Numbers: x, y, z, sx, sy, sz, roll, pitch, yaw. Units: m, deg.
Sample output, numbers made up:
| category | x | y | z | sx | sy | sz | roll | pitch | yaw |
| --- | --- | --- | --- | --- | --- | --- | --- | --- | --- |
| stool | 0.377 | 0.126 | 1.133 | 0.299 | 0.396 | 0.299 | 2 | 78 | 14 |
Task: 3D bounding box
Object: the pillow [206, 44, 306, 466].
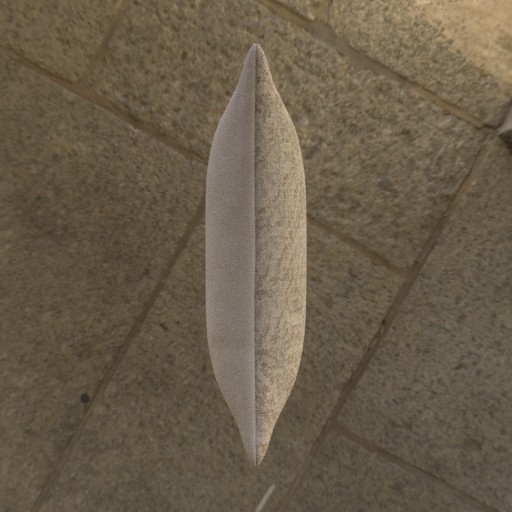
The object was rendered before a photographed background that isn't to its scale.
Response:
| category | x | y | z | sx | sy | sz | roll | pitch | yaw |
| --- | --- | --- | --- | --- | --- | --- | --- | --- | --- |
| pillow | 0.000 | 0.000 | 0.791 | 0.166 | 0.510 | 0.523 | 0 | 91 | -1 |
